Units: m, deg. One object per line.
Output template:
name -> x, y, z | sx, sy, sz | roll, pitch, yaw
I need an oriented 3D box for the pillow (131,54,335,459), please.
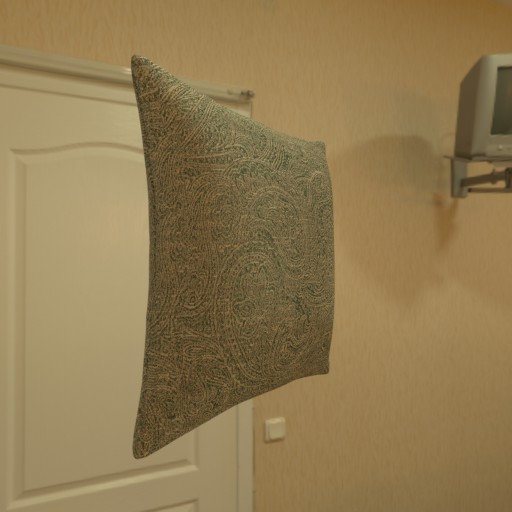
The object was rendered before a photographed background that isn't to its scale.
pillow -> 0.000, 0.000, 0.762 | 0.166, 0.507, 0.526 | 0, -1, 36
